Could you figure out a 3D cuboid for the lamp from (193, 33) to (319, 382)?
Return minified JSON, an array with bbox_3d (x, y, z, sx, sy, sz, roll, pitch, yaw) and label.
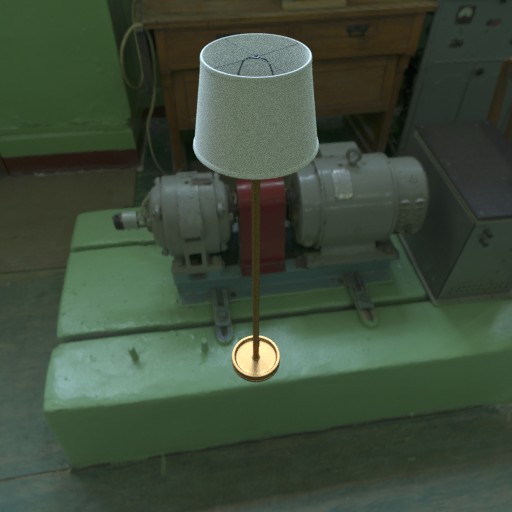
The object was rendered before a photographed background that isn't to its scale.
[{"bbox_3d":[0.000,0.000,0.798,0.178,0.710,0.178,0,46,0],"label":"lamp"}]
